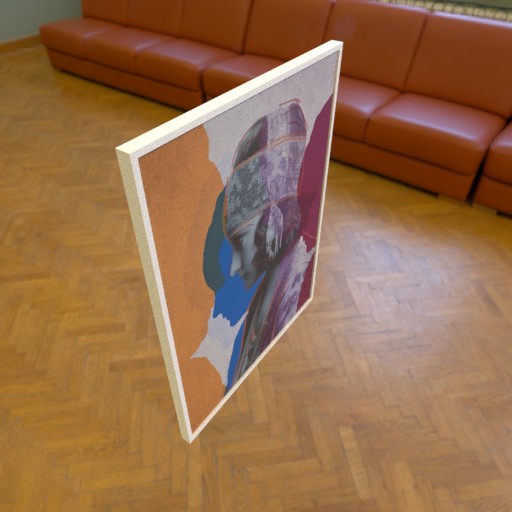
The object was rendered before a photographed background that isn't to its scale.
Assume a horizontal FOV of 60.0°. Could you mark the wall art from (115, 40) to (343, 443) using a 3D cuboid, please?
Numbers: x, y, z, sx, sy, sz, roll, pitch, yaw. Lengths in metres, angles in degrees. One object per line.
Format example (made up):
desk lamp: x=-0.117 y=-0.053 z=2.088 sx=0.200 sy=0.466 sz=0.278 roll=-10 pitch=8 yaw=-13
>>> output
wall art: x=0.000 y=0.000 z=1.357 sx=0.039 sy=1.050 sz=0.795 roll=25 pitch=47 yaw=26
